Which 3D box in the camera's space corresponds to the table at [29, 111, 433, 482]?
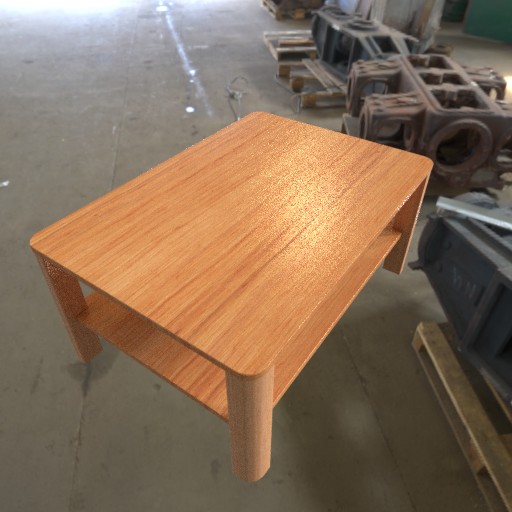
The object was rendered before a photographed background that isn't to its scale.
[{"bbox_3d":[0.000,0.000,1.384,0.696,0.445,0.997,24,46,26],"label":"table"}]
